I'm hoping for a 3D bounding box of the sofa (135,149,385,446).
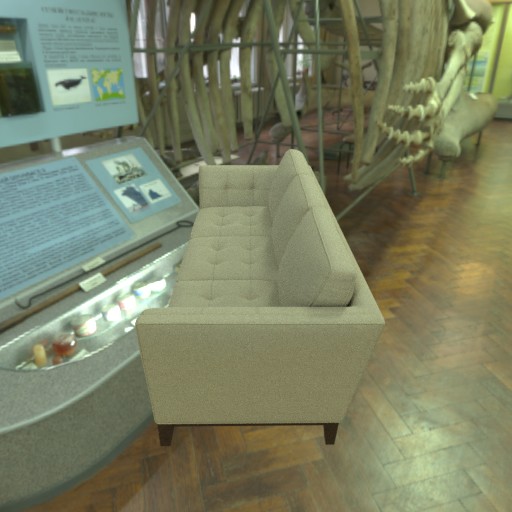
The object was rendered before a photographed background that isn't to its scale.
[{"bbox_3d":[0.000,0.000,2.877,0.965,0.940,2.388,0,26,-1],"label":"sofa"}]
